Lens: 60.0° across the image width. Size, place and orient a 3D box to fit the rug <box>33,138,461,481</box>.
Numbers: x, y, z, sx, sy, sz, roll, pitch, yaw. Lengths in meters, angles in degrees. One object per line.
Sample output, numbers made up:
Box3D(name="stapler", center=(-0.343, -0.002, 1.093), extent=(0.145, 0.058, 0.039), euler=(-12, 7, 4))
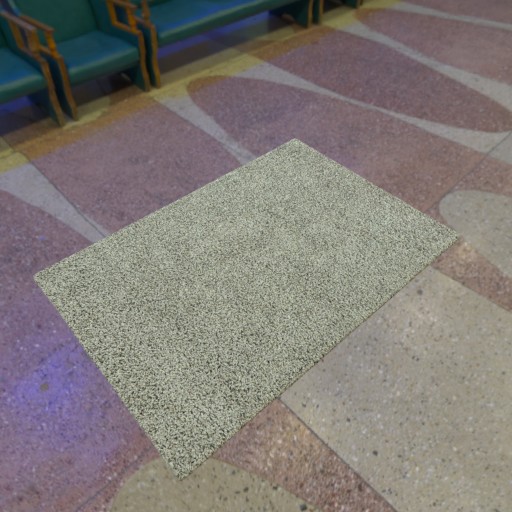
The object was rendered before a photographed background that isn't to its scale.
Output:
Box3D(name="rug", center=(0.000, 0.000, 2.211), extent=(1.778, 0.030, 1.219), euler=(-33, 56, -27))
